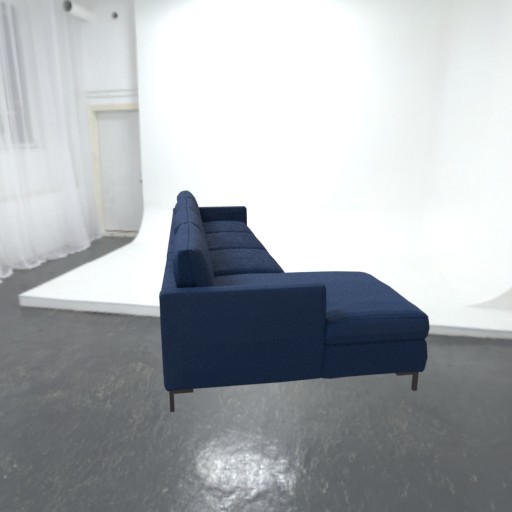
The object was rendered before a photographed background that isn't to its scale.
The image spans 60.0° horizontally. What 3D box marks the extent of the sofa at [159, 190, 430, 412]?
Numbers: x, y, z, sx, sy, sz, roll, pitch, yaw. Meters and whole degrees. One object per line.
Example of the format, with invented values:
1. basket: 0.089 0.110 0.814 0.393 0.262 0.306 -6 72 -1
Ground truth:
1. sofa: 0.000 0.000 2.937 1.128 0.679 2.450 -2 14 -9
